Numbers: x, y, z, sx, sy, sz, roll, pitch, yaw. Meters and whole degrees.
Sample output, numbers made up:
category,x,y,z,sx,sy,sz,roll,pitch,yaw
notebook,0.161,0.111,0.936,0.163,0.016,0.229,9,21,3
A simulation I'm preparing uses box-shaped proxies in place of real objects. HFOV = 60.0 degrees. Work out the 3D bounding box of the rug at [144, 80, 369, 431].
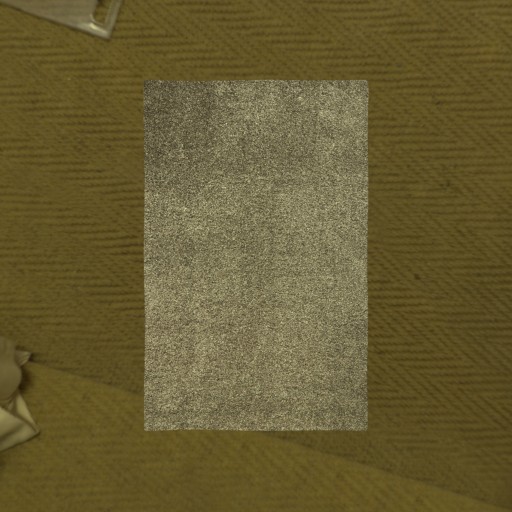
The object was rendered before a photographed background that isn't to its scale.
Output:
category,x,y,z,sx,sy,sz,roll,pitch,yaw
rug,0.000,0.000,2.976,1.501,0.025,2.352,0,91,0
